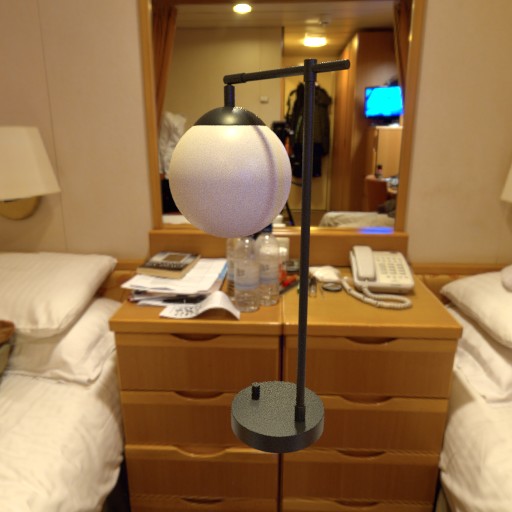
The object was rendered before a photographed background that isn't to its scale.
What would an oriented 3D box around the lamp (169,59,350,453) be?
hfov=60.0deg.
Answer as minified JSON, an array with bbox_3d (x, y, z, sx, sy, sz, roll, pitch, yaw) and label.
[{"bbox_3d":[0.000,0.000,0.709,0.197,0.559,0.316,-14,21,-42],"label":"lamp"}]
